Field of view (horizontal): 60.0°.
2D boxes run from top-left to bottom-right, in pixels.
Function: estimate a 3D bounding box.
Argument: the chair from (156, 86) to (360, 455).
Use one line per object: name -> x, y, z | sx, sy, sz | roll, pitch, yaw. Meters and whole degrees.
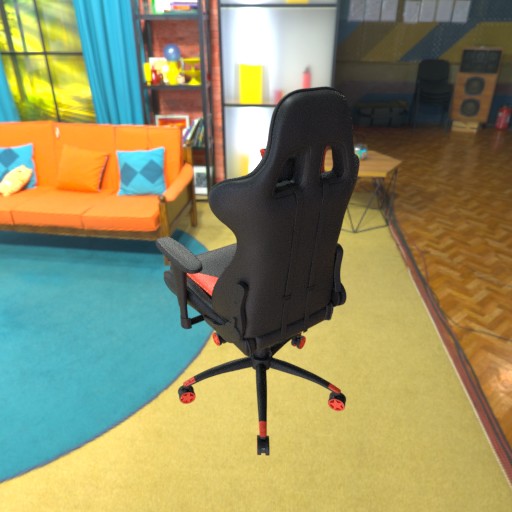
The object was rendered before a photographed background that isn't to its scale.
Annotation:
chair -> 0.000, 0.000, 1.710 | 0.695, 1.282, 0.730 | -18, 33, -30
